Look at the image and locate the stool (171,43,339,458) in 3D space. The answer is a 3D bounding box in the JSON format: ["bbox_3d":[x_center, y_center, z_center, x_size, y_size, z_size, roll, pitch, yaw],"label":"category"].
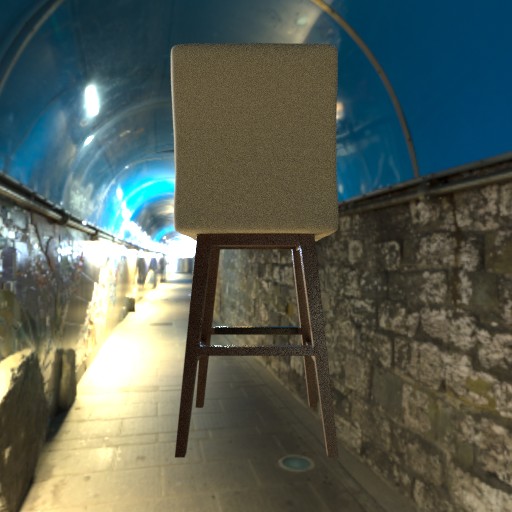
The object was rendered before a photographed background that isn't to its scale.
[{"bbox_3d":[0.000,0.000,1.393,0.483,1.093,0.559,0,-1,0],"label":"stool"}]
